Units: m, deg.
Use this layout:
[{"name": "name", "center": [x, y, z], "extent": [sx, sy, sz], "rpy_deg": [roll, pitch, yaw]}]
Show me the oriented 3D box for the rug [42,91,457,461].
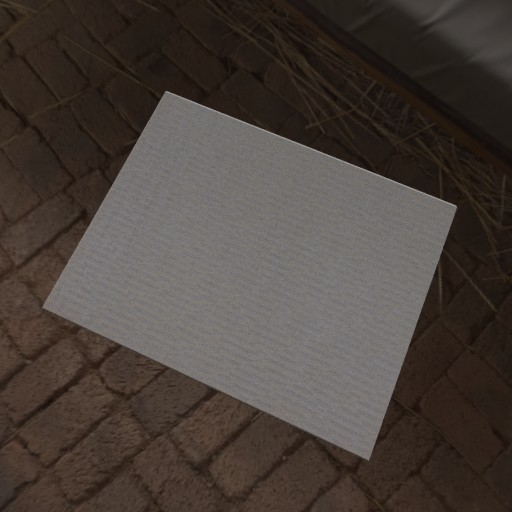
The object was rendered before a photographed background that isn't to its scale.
[{"name": "rug", "center": [0.000, 0.000, 4.026], "extent": [3.055, 0.021, 2.410], "rpy_deg": [23, 76, 6]}]
